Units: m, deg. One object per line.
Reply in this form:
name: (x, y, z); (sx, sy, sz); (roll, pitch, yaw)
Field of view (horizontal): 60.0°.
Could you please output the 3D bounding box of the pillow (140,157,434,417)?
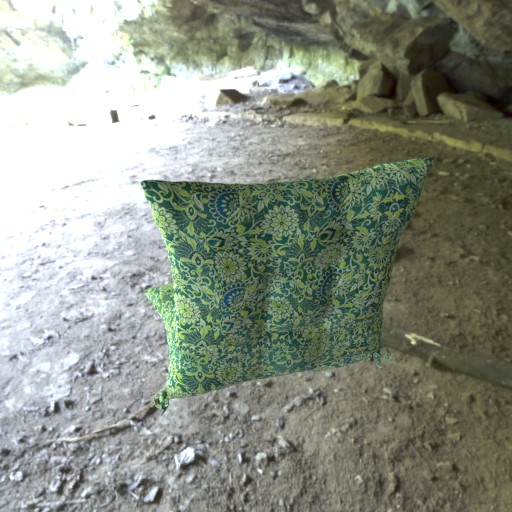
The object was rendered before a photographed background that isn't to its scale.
pillow: (0.000, 0.000, 1.028); (0.541, 0.536, 0.585); (-8, 27, -16)
